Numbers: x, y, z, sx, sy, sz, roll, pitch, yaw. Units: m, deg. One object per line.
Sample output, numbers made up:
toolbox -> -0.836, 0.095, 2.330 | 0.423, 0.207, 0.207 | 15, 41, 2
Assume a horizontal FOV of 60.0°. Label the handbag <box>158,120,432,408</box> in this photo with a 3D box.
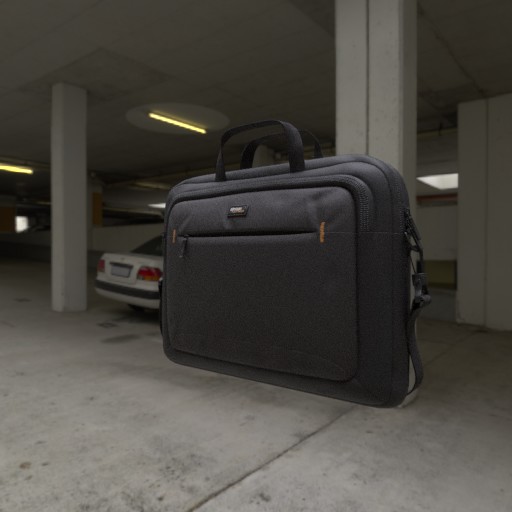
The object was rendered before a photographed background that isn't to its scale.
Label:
handbag -> 0.000, 0.000, 0.430 | 0.320, 0.244, 0.089 | 0, 1, 37
